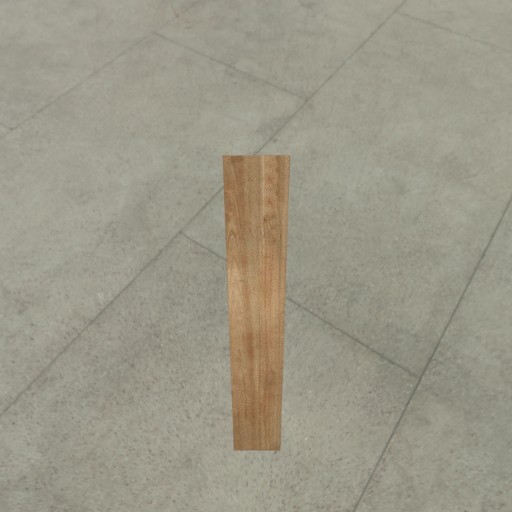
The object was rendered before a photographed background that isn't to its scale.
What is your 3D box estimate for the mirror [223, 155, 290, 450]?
[{"bbox_3d":[0.000,0.000,0.881,0.100,0.548,0.631,0,57,0],"label":"mirror"}]
